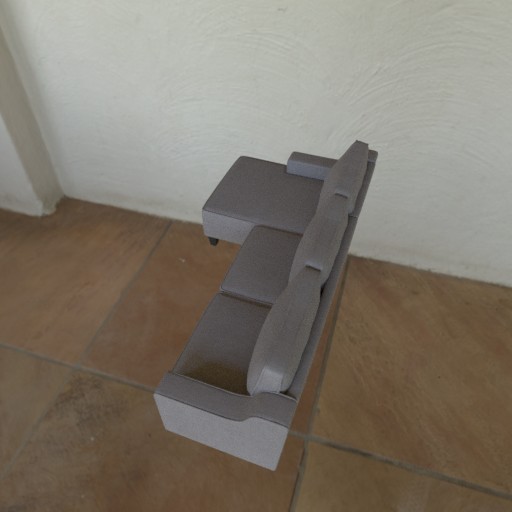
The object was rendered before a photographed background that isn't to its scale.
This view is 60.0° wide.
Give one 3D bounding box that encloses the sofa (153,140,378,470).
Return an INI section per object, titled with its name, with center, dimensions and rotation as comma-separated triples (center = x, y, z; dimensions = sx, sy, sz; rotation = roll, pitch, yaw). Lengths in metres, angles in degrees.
[sofa]
center = 0.000, 0.000, 3.282
dimensions = 1.294, 0.928, 2.561
rotation = 15, 47, 14
